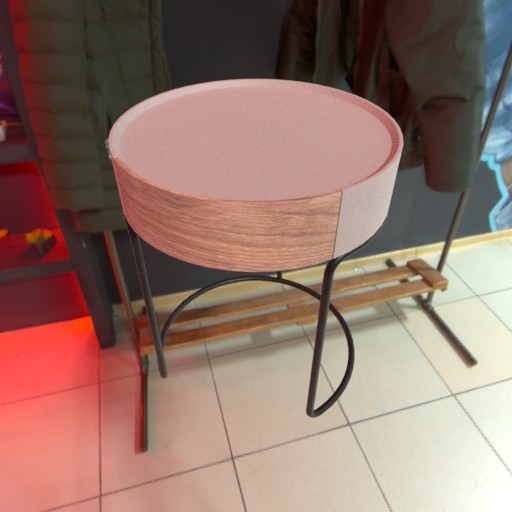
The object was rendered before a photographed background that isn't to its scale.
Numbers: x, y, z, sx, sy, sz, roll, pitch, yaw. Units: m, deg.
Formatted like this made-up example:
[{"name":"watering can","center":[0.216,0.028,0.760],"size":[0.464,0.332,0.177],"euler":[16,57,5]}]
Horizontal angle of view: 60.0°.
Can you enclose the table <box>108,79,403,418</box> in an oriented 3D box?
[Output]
[{"name":"table","center":[0.000,0.000,0.862],"size":[0.450,0.530,0.450],"euler":[0,39,0]}]
